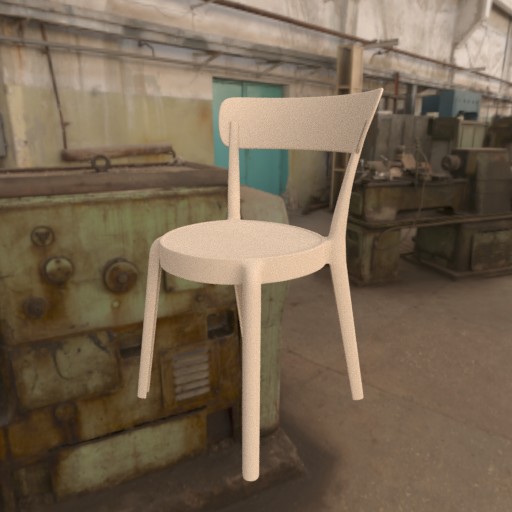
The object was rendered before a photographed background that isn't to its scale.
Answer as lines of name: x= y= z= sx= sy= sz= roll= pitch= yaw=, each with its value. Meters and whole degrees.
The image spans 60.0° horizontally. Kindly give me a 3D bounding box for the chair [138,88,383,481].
chair: x=0.000 y=0.000 z=1.123 sx=0.506 sy=0.790 sz=0.491 roll=15 pitch=22 yaw=42
